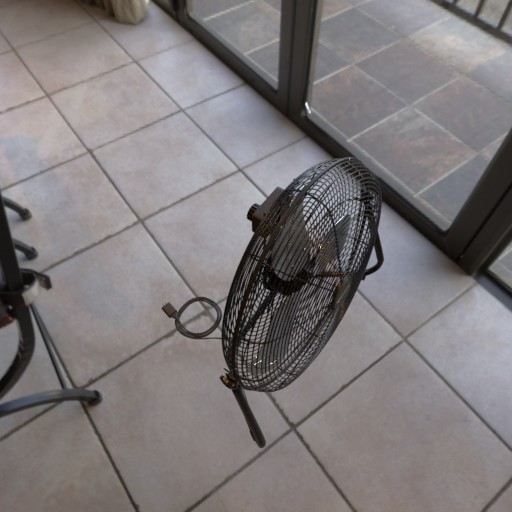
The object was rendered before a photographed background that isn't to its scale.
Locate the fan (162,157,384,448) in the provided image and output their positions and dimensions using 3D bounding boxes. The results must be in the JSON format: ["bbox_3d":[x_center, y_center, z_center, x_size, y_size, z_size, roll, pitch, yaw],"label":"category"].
[{"bbox_3d":[0.000,0.000,0.934,0.424,0.546,0.555,31,63,18],"label":"fan"}]
